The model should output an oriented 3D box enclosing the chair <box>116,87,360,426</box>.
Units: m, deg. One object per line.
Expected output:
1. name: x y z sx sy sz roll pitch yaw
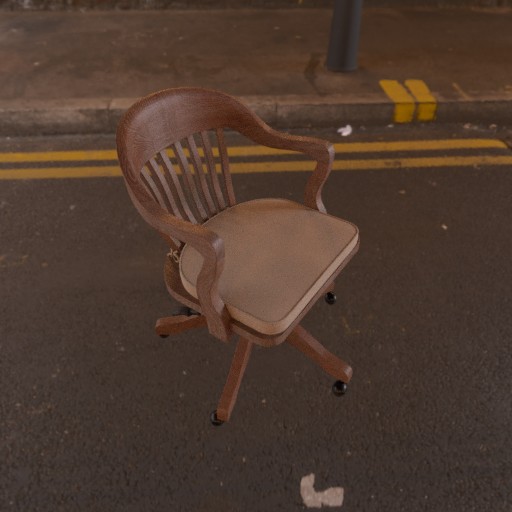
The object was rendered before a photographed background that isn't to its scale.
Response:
1. chair: 0.000 0.000 1.438 0.788 0.878 0.750 25 47 26
